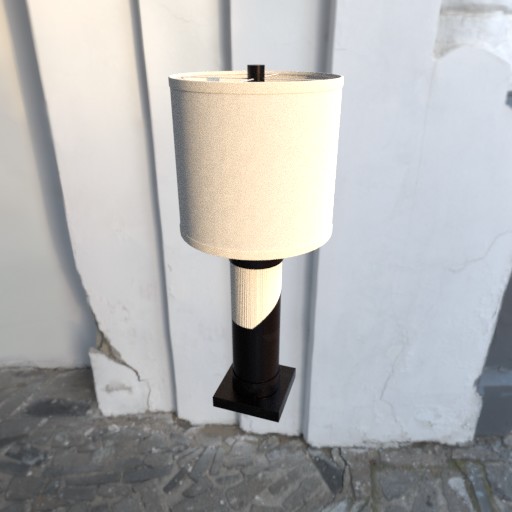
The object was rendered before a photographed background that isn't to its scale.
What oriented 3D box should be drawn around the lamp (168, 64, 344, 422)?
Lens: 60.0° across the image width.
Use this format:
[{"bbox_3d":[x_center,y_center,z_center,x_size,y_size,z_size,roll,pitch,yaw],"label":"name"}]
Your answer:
[{"bbox_3d":[0.000,0.000,0.643,0.211,0.509,0.211,8,27,16],"label":"lamp"}]
